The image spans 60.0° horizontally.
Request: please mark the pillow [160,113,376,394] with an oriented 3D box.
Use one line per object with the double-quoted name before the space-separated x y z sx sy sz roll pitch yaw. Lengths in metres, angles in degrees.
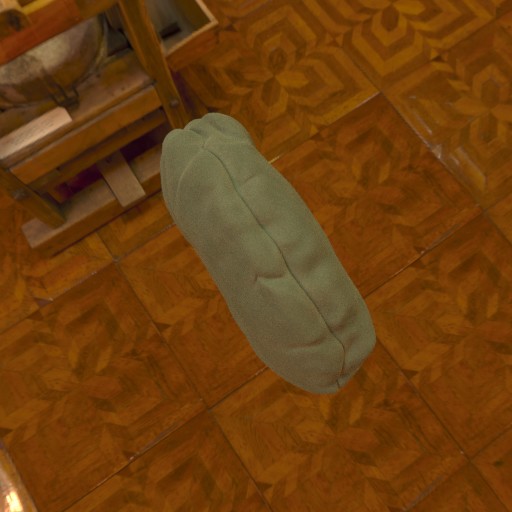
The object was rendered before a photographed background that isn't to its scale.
"pillow" 0.000 0.000 0.638 0.148 0.407 0.428 -32 78 -8
